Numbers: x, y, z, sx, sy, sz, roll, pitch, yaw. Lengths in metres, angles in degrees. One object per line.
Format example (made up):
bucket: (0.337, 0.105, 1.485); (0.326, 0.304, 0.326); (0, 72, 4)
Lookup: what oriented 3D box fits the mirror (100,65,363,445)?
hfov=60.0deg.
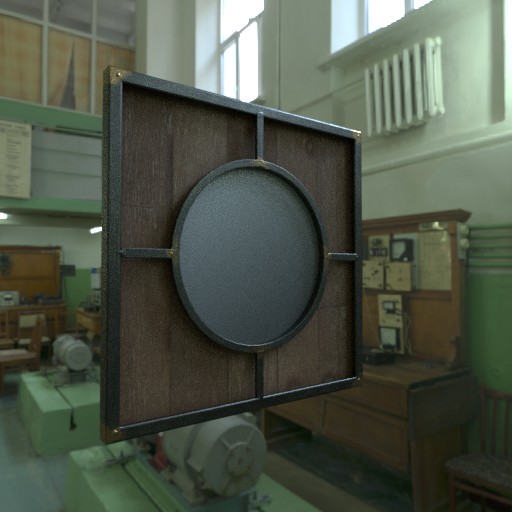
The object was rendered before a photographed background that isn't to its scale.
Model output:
mirror: (0.000, 0.000, 0.562); (0.382, 0.381, 0.020); (1, -2, -36)
